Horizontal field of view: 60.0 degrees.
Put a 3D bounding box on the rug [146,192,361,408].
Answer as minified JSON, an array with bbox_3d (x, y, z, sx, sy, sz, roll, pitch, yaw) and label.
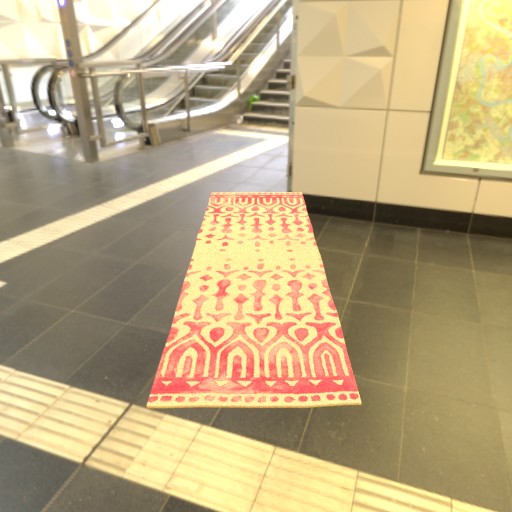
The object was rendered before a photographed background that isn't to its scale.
[{"bbox_3d":[0.000,0.000,2.685,0.787,0.011,2.458,0,26,0],"label":"rug"}]
